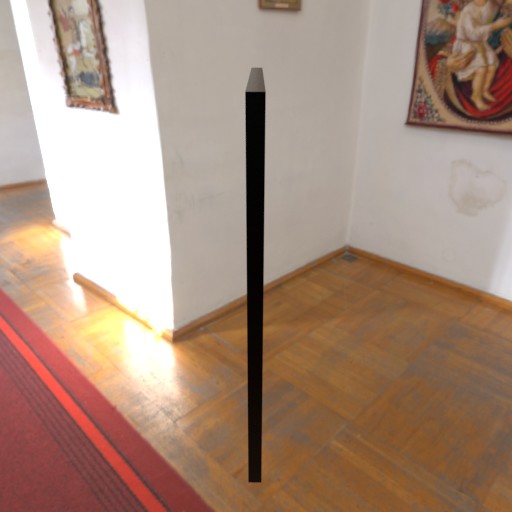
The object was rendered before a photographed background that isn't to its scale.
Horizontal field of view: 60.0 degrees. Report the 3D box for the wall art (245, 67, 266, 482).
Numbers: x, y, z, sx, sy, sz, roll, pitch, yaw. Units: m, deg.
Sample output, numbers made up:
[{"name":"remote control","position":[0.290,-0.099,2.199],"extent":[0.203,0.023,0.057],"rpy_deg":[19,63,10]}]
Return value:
[{"name":"wall art","position":[0.000,0.000,1.408],"extent":[0.040,1.062,0.805],"rpy_deg":[0,26,0]}]
